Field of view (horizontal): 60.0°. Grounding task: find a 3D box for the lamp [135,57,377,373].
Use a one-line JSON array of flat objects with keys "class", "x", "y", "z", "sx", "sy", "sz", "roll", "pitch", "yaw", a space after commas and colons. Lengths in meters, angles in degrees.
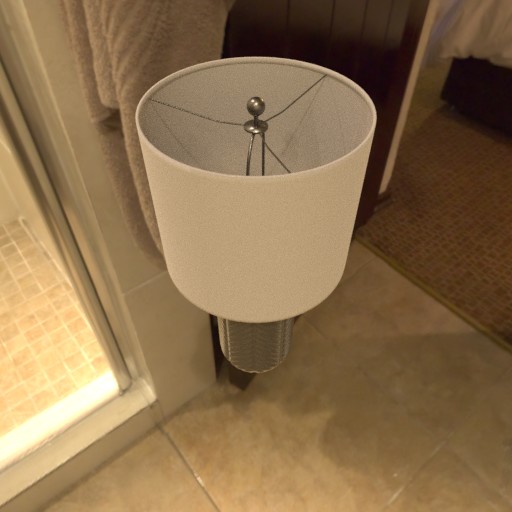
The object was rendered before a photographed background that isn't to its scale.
[{"class": "lamp", "x": 0.000, "y": 0.000, "z": 0.515, "sx": 0.203, "sy": 0.389, "sz": 0.203, "roll": 10, "pitch": 47, "yaw": 9}]
